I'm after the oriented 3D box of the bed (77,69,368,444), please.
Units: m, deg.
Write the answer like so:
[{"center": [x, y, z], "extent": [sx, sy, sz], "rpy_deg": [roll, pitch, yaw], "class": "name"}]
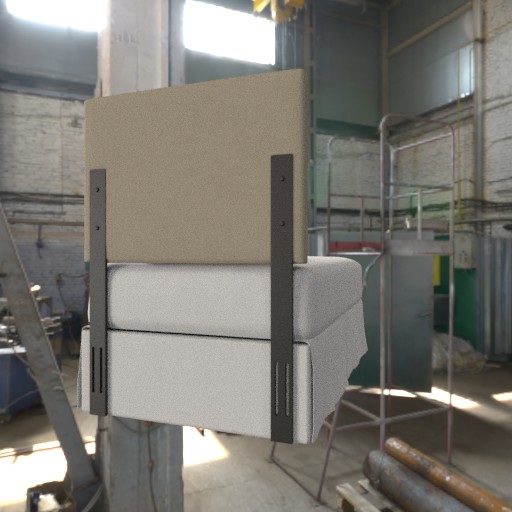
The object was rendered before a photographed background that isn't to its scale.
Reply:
[{"center": [0.000, 0.000, 2.944], "extent": [1.261, 1.571, 1.997], "rpy_deg": [0, 0, 20], "class": "bed"}]
